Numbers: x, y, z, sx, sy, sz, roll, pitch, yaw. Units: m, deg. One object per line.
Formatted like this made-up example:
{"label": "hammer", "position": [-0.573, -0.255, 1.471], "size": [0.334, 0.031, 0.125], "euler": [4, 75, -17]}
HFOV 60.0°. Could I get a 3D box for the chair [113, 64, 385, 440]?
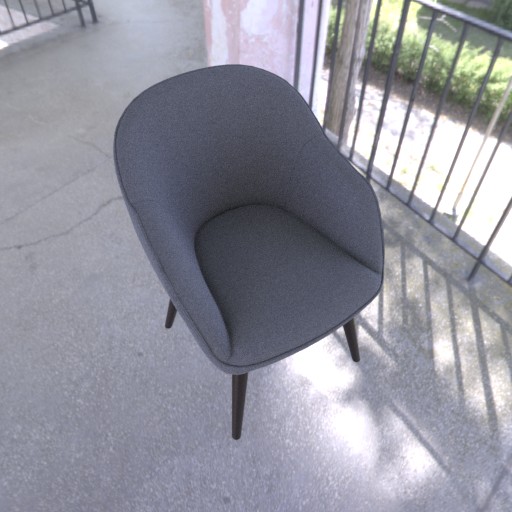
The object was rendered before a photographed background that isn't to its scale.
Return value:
{"label": "chair", "position": [0.000, 0.000, 1.224], "size": [0.589, 0.810, 0.611], "euler": [-25, 52, -22]}
